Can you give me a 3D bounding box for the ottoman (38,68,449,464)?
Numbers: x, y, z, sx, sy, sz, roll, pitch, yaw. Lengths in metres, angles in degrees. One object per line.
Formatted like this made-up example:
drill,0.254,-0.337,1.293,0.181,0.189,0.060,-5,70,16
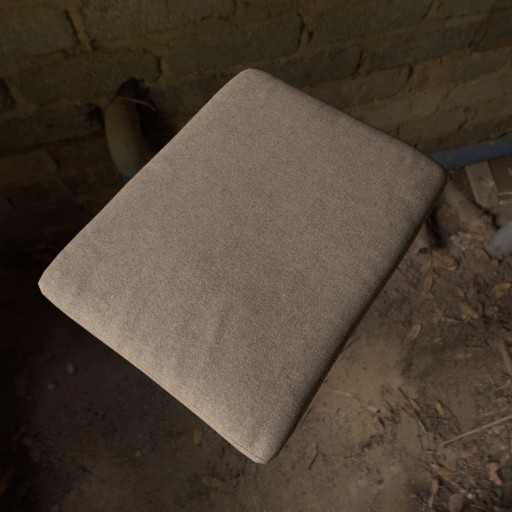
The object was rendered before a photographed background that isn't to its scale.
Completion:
ottoman,0.000,0.000,1.283,0.692,0.511,0.889,33,69,14
